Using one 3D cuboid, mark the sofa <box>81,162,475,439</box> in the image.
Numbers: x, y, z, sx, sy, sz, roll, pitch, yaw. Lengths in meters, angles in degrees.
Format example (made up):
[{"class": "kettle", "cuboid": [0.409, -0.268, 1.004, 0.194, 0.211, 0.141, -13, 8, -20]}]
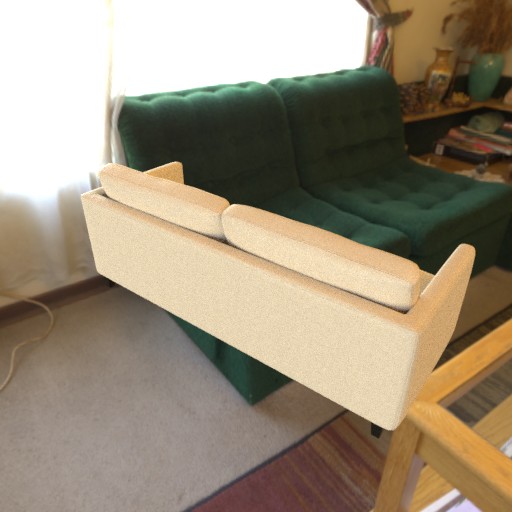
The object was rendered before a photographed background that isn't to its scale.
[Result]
[{"class": "sofa", "cuboid": [0.000, 0.000, 2.918, 2.434, 0.965, 0.948, 21, 37, 32]}]
